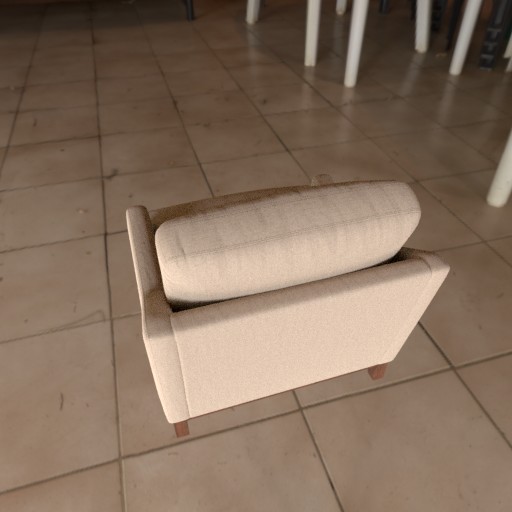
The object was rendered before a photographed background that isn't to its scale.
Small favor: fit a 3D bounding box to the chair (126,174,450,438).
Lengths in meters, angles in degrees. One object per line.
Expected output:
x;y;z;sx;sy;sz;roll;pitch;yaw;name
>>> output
0.000;0.000;1.701;0.912;0.916;1.001;-12;42;-13;chair
